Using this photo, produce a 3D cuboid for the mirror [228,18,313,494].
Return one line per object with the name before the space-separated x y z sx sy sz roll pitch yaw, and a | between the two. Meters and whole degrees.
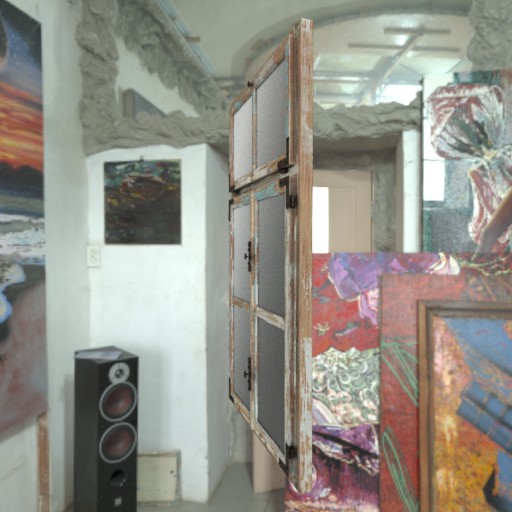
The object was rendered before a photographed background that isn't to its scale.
mirror | 0.000 0.000 1.465 0.083 1.213 0.707 0 1 -17
